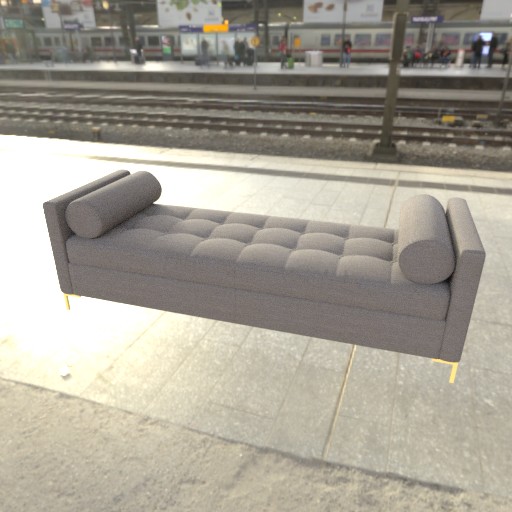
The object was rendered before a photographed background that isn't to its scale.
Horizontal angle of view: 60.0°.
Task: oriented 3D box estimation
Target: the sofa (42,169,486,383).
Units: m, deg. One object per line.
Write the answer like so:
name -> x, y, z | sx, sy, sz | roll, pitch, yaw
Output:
sofa -> 0.000, 0.000, 2.305 | 1.981, 0.635, 0.686 | 8, 26, 15
